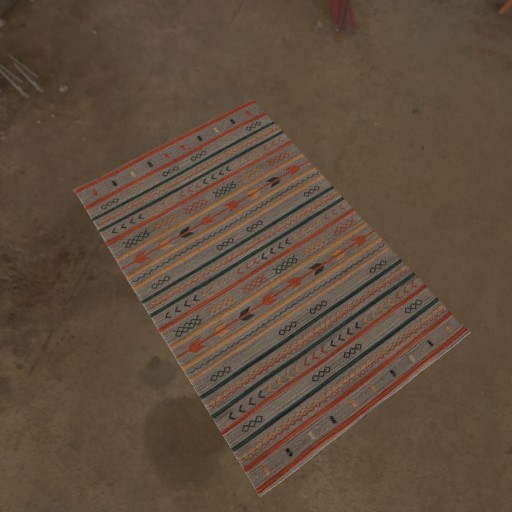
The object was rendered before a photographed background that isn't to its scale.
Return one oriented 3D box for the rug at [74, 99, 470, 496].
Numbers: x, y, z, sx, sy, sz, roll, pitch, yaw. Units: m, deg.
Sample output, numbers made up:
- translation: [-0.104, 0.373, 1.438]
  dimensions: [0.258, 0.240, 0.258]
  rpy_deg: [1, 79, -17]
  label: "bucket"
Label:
- translation: [0.000, 0.000, 2.294]
  dimensions: [1.220, 0.017, 1.835]
  rpy_deg: [-32, 68, -15]
  label: "rug"
